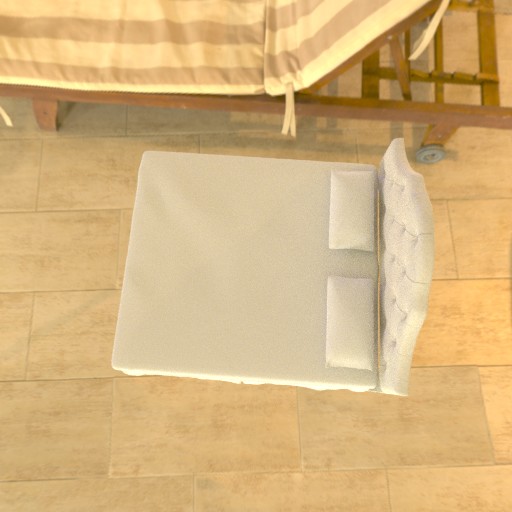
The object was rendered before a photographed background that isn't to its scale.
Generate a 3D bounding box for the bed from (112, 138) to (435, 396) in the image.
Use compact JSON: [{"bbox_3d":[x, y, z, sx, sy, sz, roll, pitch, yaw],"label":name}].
[{"bbox_3d":[0.000,0.000,3.523,2.214,1.615,2.008,4,75,1],"label":"bed"}]
